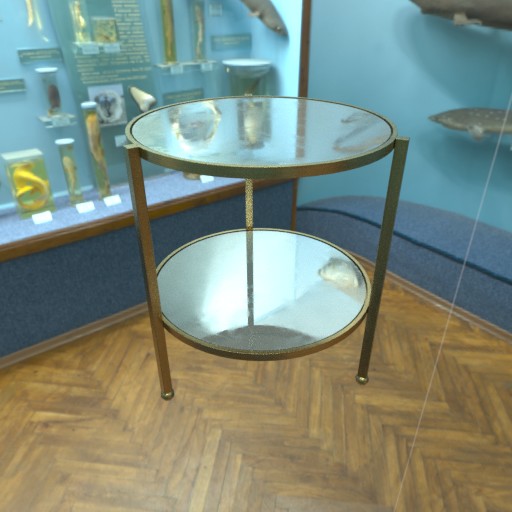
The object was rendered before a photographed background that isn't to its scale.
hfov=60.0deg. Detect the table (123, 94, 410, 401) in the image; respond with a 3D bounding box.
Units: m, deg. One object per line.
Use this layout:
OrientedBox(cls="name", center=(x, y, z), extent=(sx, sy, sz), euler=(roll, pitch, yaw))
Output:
OrientedBox(cls="table", center=(0.000, 0.000, 0.455), extent=(0.243, 0.269, 0.231), euler=(-20, 36, -30))
